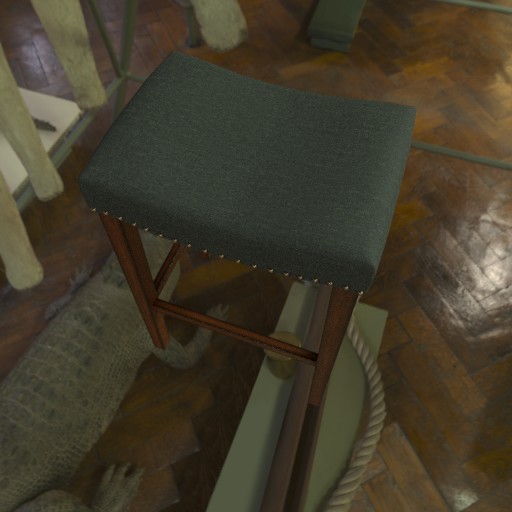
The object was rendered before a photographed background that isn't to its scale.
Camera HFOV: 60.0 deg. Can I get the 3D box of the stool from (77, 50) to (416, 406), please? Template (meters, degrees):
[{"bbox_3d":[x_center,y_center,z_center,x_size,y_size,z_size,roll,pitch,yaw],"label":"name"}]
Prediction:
[{"bbox_3d":[0.000,0.000,1.029,0.502,0.760,0.366,17,61,10],"label":"stool"}]
